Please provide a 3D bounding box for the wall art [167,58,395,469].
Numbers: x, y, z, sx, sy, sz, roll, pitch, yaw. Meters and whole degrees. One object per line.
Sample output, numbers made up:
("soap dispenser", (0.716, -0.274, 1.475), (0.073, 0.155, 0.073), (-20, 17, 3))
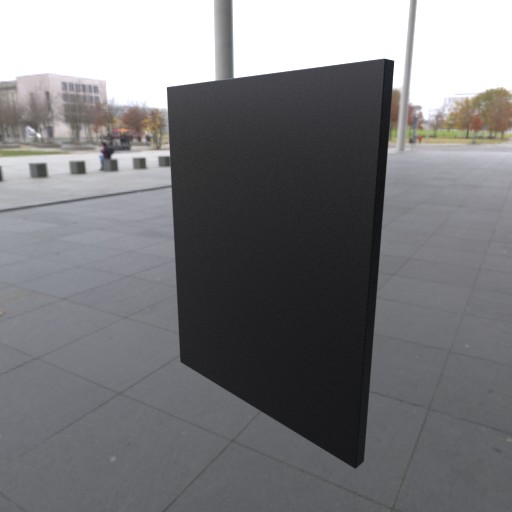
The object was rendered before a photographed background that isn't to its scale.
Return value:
("wall art", (0.000, 0.000, 1.579), (0.053, 1.194, 0.950), (-14, 21, -42))
